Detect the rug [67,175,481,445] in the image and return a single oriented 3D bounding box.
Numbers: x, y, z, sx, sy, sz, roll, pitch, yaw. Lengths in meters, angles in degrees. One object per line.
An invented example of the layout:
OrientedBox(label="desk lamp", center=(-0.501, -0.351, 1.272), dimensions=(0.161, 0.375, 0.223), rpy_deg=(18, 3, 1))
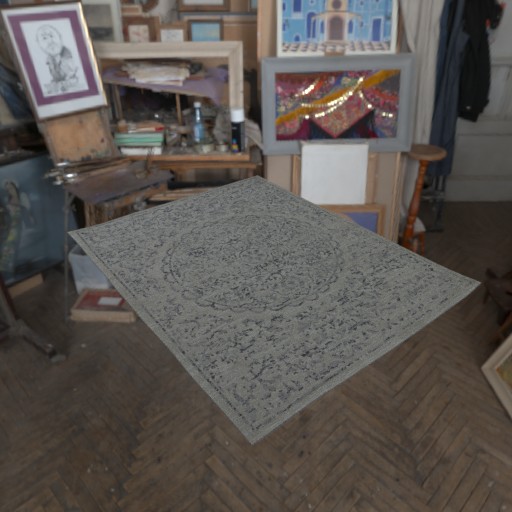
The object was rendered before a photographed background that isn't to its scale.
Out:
OrientedBox(label="rug", center=(0.000, 0.000, 3.916), dimensions=(2.343, 0.026, 2.925), rpy_deg=(-23, 39, -31))
